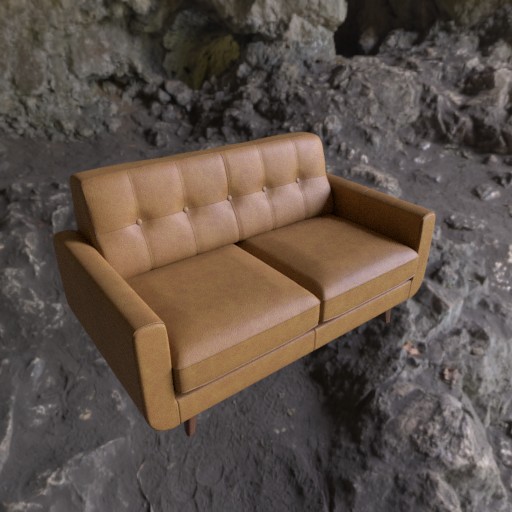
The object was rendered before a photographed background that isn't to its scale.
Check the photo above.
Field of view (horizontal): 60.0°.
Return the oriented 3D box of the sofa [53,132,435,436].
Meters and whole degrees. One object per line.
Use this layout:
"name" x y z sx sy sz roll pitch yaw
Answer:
"sofa" 0.000 0.000 2.215 1.651 0.925 0.952 -20 34 -32
